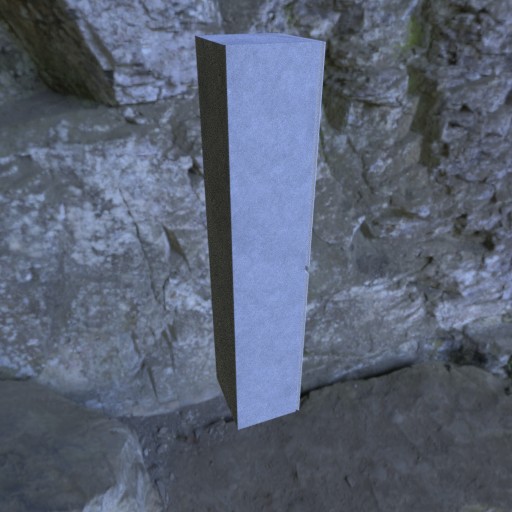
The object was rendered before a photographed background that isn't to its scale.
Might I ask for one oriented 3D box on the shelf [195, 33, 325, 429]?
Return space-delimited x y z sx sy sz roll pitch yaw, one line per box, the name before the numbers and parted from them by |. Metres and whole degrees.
shelf | 0.000 0.000 1.582 0.270 1.400 0.300 -11 33 -18
